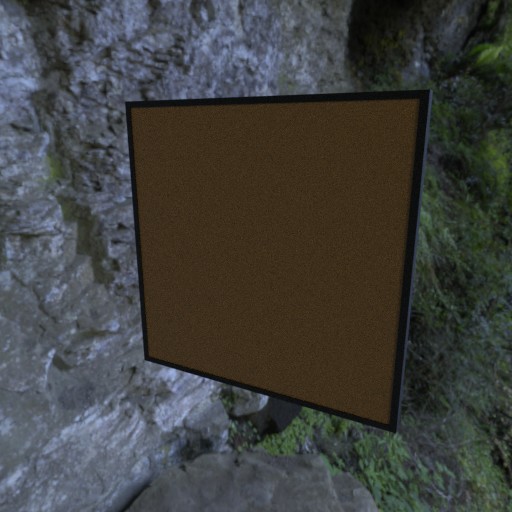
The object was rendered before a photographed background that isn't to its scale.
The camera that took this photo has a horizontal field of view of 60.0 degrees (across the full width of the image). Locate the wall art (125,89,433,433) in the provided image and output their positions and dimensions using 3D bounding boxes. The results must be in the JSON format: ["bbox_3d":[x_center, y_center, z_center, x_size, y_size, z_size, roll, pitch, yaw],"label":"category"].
[{"bbox_3d":[0.000,0.000,1.126,0.763,0.763,0.039,8,17,26],"label":"wall art"}]
